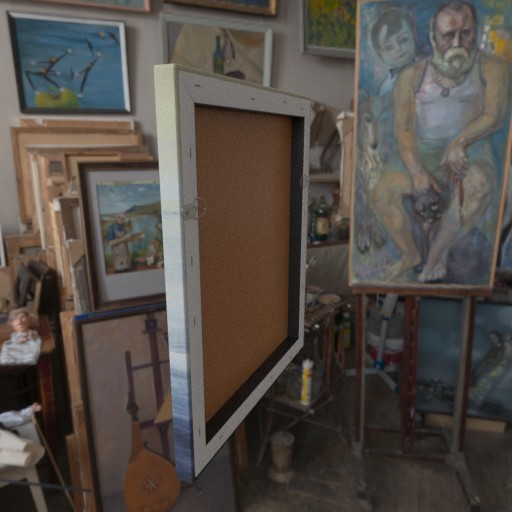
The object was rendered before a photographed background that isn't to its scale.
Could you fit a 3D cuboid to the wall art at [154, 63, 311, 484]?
[{"bbox_3d":[0.000,0.000,0.984,0.041,0.710,0.608,7,16,24],"label":"wall art"}]
